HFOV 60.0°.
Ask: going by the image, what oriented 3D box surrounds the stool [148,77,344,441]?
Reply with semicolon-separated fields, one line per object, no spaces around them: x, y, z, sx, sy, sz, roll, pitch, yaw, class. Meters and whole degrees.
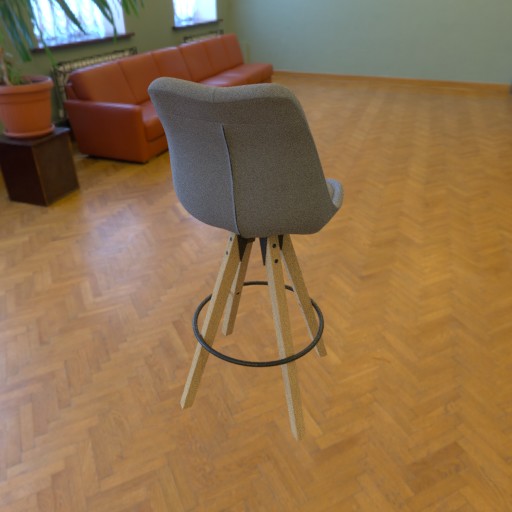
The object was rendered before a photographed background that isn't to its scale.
0.000;0.000;1.387;0.485;1.115;0.550;10;33;15;stool
